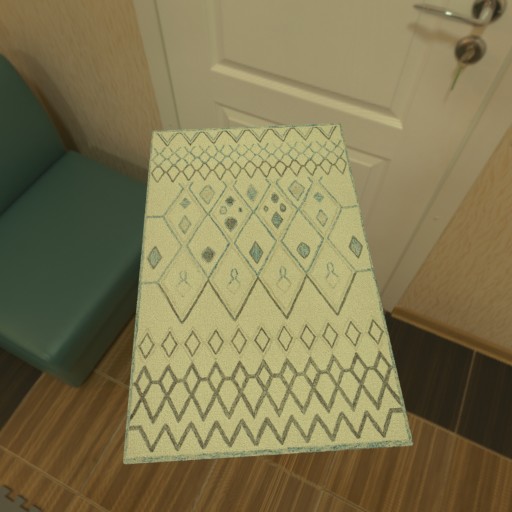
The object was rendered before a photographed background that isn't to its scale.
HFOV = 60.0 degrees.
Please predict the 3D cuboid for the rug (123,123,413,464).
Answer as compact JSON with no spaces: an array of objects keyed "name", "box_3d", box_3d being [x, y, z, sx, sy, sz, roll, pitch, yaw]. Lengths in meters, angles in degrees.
[{"name":"rug","box_3d":[0.000,0.000,2.951,1.524,0.015,2.439,-3,59,-2]}]
